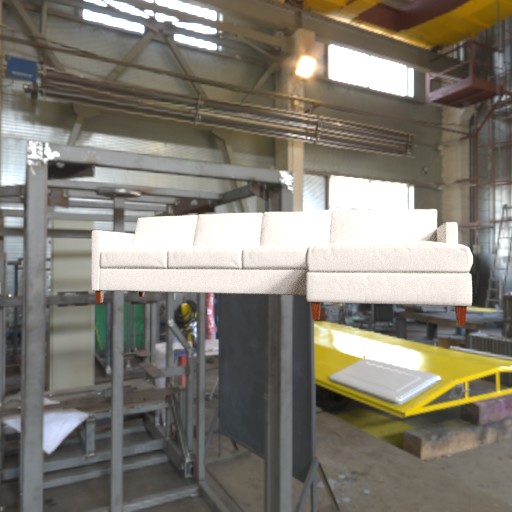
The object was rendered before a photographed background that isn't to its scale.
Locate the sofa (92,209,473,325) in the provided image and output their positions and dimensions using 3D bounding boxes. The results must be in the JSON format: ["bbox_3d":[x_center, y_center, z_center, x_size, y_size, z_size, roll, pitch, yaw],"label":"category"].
[{"bbox_3d":[0.000,0.000,4.165,3.471,0.954,1.606,0,-1,17],"label":"sofa"}]
